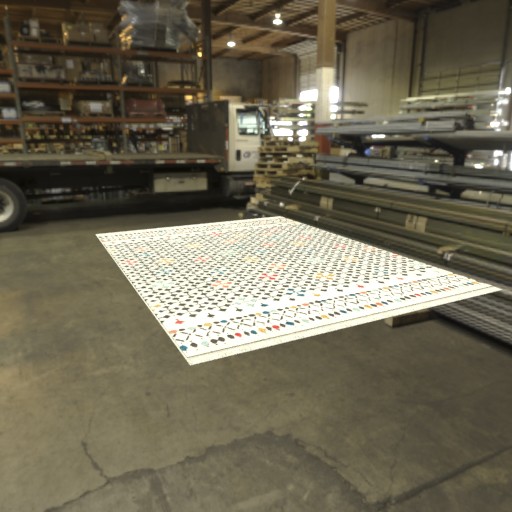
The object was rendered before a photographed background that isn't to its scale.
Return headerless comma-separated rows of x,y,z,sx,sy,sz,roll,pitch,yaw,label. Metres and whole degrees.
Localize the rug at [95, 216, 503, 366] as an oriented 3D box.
0.000,0.000,1.970,1.146,0.006,1.556,-8,18,-26,rug
